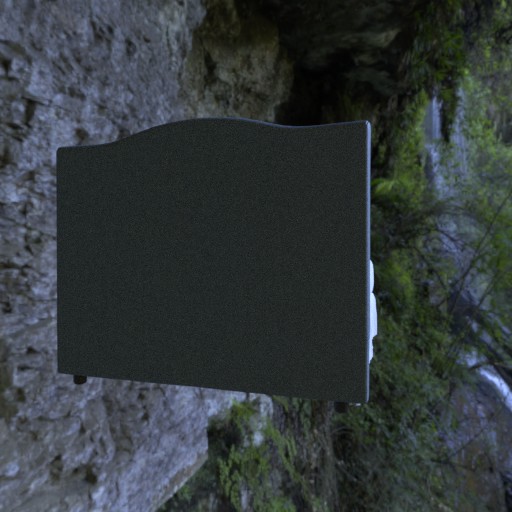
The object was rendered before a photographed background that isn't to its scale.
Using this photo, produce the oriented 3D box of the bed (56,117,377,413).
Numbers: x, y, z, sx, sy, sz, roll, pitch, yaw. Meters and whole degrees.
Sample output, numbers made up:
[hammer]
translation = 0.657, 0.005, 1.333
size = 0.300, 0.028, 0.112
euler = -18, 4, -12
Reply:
[bed]
translation = 0.000, 0.000, 3.291
size = 1.753, 1.460, 2.143
euler = 0, 1, 17
